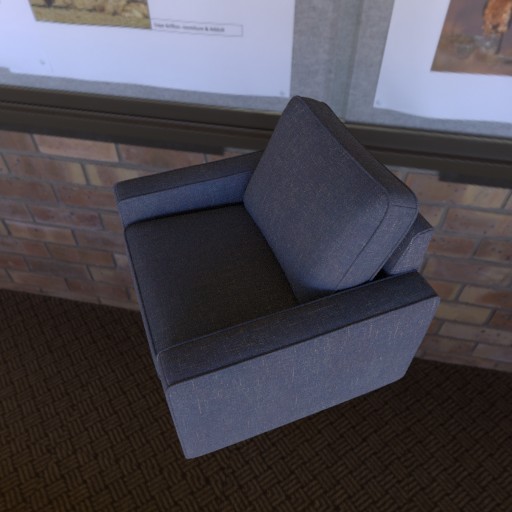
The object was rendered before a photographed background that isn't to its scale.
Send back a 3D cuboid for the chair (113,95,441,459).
[{"bbox_3d":[0.000,0.000,1.719,0.940,0.919,1.017,-16,49,-14],"label":"chair"}]
